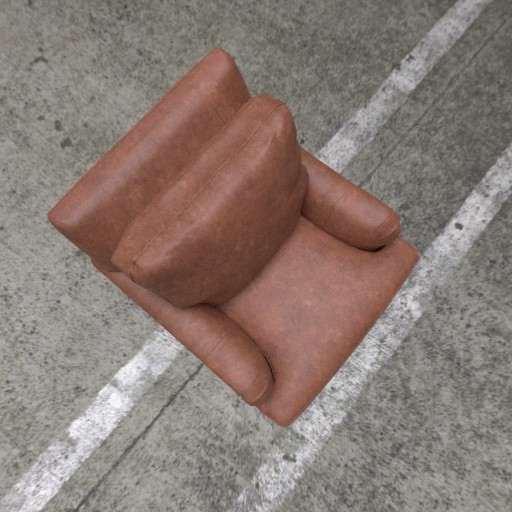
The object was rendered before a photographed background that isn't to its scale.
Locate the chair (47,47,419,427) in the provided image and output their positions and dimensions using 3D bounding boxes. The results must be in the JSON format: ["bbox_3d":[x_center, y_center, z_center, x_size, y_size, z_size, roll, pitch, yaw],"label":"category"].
[{"bbox_3d":[0.000,0.000,1.940,1.158,1.055,0.986,39,79,9],"label":"chair"}]
